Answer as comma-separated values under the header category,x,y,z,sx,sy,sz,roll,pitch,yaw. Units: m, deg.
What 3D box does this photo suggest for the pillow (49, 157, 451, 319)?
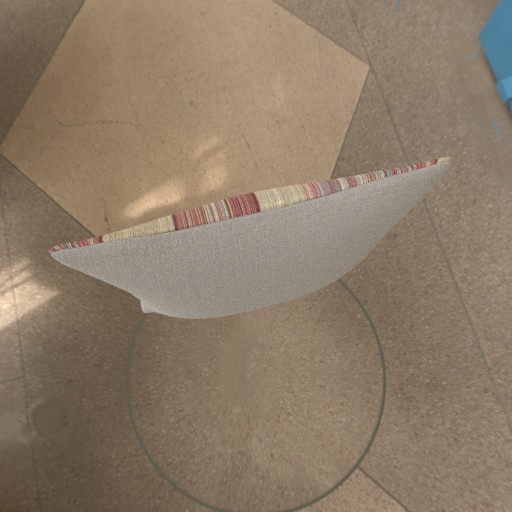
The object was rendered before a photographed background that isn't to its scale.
category,x,y,z,sx,sy,sz,roll,pitch,yaw
pillow,0.000,0.000,0.654,0.437,0.419,0.136,-13,76,-3
